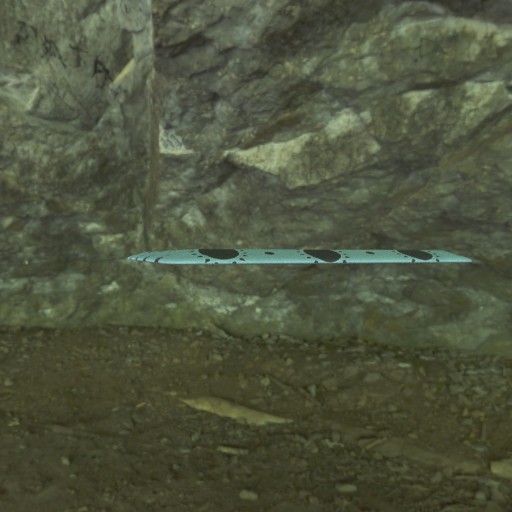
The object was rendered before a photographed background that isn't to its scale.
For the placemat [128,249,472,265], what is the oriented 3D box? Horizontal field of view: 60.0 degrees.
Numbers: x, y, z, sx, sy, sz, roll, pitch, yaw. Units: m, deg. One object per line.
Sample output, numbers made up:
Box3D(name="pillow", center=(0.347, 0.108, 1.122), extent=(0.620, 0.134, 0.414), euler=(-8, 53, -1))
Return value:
Box3D(name="placemat", center=(0.000, 0.000, 0.992), extent=(0.508, 0.021, 0.762), euler=(0, 0, -20))
